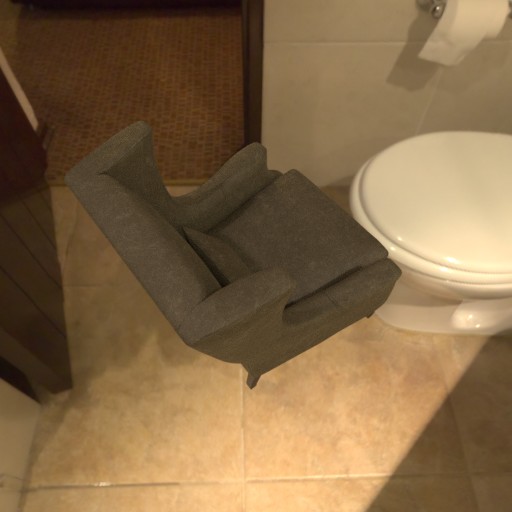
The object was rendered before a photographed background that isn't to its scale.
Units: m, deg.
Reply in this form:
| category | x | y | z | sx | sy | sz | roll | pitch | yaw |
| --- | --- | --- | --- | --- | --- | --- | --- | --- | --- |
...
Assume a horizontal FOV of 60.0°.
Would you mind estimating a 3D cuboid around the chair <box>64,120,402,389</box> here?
| category | x | y | z | sx | sy | sz | roll | pitch | yaw |
| --- | --- | --- | --- | --- | --- | --- | --- | --- | --- |
| chair | 0.000 | 0.000 | 1.710 | 0.926 | 1.016 | 0.853 | -34 | 64 | -19 |
